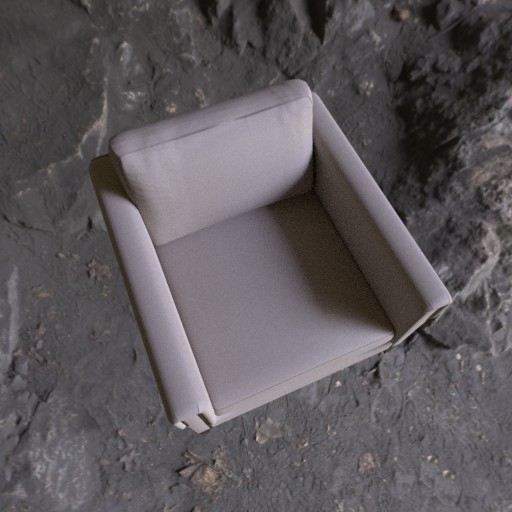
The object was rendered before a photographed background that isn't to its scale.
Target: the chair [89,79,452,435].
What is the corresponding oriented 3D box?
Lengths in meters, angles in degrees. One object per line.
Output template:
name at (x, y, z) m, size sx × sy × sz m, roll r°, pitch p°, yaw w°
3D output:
chair at (0.000, 0.000, 1.658) m, size 0.914 × 0.838 × 0.959 m, roll -21°, pitch 66°, yaw -10°
